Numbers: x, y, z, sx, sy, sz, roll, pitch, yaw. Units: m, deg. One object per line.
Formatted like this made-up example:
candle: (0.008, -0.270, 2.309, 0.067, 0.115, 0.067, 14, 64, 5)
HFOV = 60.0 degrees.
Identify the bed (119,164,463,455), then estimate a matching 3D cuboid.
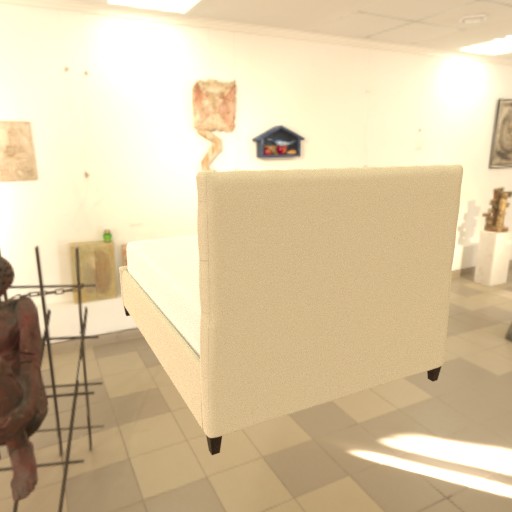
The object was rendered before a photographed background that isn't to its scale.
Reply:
bed: (0.000, 0.000, 3.390, 1.696, 1.426, 2.233, -7, 16, -26)
